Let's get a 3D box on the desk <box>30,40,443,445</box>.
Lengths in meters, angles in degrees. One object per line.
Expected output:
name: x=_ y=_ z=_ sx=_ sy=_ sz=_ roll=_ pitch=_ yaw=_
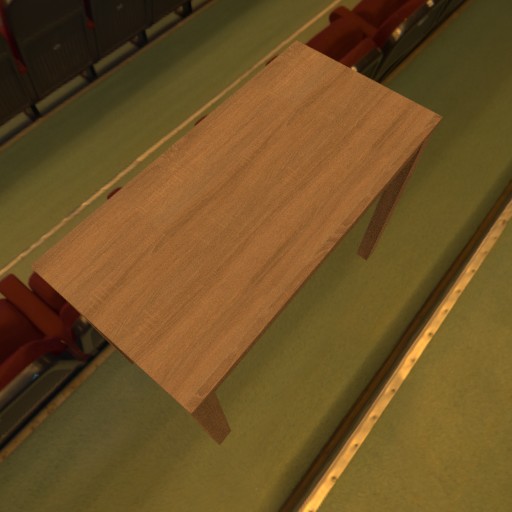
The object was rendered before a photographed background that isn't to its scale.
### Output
desk: x=0.000 y=0.000 z=1.432 sx=0.495 sy=0.762 sz=0.991 roll=36 pitch=68 yaw=17
